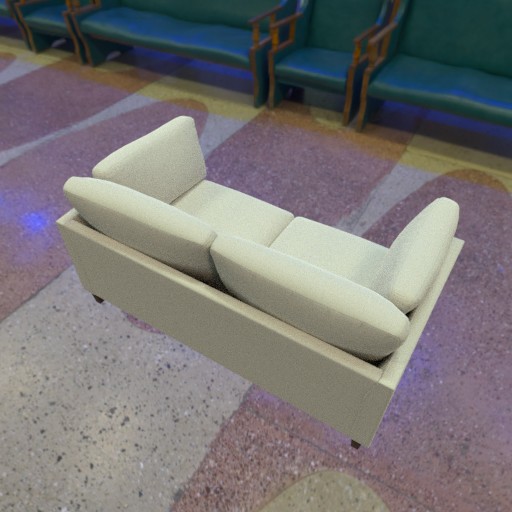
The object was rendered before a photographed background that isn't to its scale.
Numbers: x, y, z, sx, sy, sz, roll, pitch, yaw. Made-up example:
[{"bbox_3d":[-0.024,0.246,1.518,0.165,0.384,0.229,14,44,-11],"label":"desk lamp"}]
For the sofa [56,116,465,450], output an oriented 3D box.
[{"bbox_3d":[0.000,0.000,2.290,1.776,0.836,0.970,23,50,22],"label":"sofa"}]
